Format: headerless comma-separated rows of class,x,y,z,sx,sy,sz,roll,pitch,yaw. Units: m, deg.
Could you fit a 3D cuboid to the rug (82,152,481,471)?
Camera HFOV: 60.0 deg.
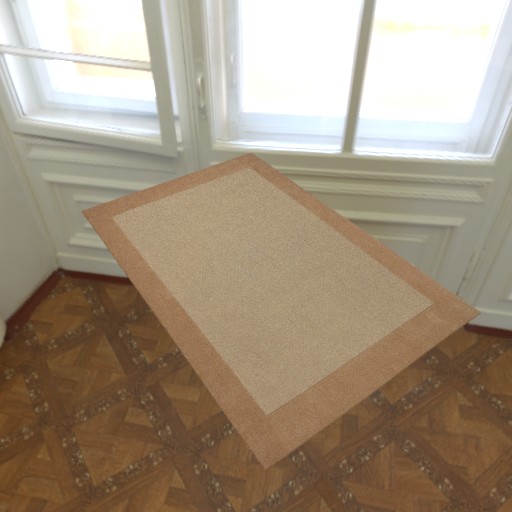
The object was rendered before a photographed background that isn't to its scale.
rug,0.000,0.000,2.316,1.219,0.014,1.829,-25,47,-26
